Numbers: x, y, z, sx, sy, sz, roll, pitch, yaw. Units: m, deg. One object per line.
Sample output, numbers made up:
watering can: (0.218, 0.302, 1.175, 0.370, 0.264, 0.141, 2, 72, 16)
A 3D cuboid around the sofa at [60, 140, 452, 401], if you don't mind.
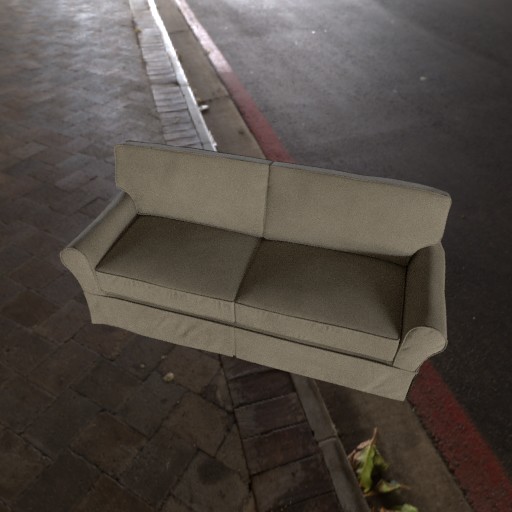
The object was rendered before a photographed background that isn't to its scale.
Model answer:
sofa: (0.000, 0.000, 2.776, 2.246, 1.014, 0.900, 12, 43, 13)
